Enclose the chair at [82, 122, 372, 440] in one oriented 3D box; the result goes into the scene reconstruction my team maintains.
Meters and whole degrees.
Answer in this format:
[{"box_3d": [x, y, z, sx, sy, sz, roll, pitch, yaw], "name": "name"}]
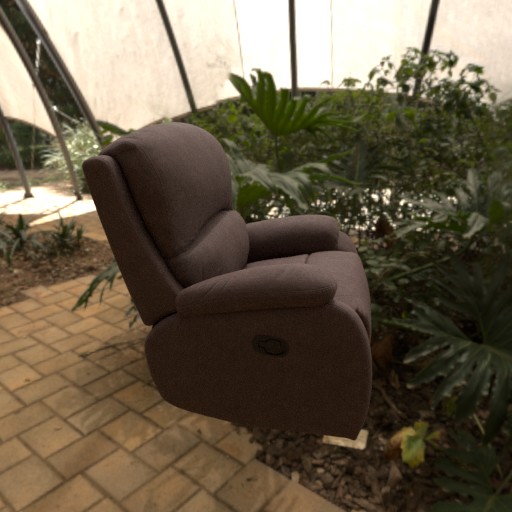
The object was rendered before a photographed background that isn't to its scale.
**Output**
[{"box_3d": [0.000, 0.000, 1.748, 0.899, 1.011, 0.930, 3, 18, 10], "name": "chair"}]
